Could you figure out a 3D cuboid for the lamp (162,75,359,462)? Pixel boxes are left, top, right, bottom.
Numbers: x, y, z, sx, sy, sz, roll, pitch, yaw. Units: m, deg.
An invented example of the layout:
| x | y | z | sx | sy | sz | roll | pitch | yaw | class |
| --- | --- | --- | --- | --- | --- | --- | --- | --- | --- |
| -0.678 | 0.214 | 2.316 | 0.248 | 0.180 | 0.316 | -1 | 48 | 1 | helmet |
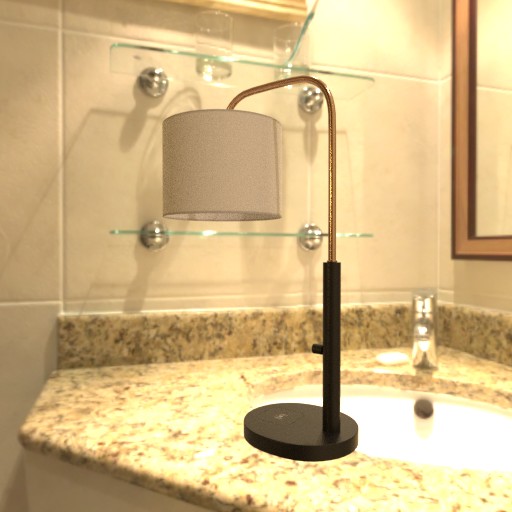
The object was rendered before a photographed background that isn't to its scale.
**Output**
| x | y | z | sx | sy | sz | roll | pitch | yaw | class |
| --- | --- | --- | --- | --- | --- | --- | --- | --- | --- |
| 0.000 | 0.000 | 0.711 | 0.337 | 0.540 | 0.199 | 1 | 1 | 36 | lamp |
